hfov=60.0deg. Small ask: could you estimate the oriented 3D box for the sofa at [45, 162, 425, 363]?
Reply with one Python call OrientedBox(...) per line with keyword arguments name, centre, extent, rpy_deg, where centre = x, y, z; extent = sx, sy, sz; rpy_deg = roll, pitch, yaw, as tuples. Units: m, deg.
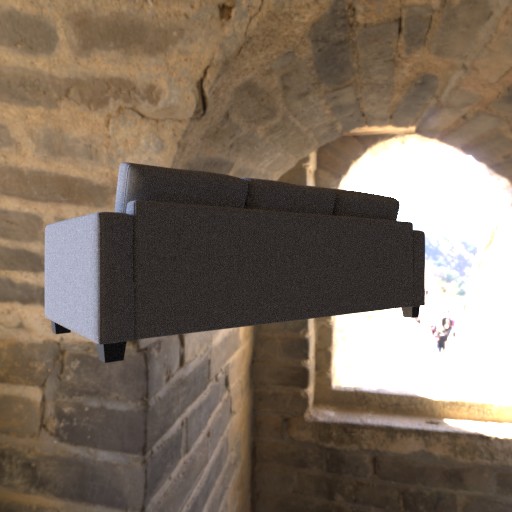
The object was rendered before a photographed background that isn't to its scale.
OrientedBox(name="sofa", centre=(0.000, 0.000, 2.601), extent=(2.120, 0.800, 0.900), rpy_deg=(0, 0, -37))
